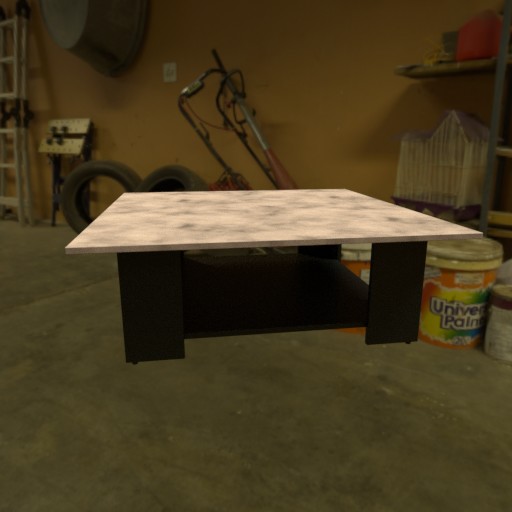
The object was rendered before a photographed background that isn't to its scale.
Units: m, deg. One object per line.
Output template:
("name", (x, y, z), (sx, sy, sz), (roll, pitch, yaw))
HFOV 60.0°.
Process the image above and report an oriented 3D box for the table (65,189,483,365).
("table", (0.000, 0.000, 1.389), (0.890, 0.305, 0.890), (-2, 15, -9))
